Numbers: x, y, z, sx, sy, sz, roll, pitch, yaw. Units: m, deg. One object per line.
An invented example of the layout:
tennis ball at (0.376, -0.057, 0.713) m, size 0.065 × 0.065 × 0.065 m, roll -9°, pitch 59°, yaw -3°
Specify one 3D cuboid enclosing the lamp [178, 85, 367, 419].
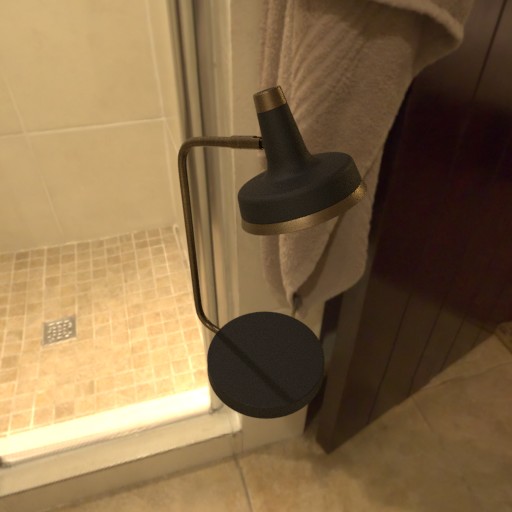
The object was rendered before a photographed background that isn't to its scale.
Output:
lamp at (0.000, 0.000, 0.500) m, size 0.218 × 0.385 × 0.162 m, roll 25°, pitch 47°, yaw 27°
